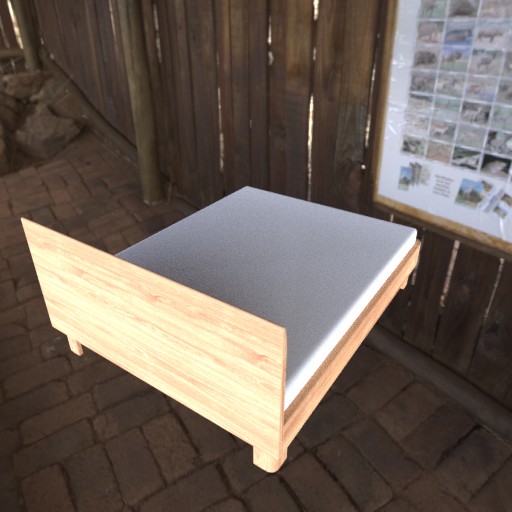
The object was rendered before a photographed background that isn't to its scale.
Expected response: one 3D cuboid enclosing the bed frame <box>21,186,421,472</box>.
[{"bbox_3d":[0.000,0.000,2.979,1.660,0.940,2.092,19,35,29],"label":"bed frame"}]
